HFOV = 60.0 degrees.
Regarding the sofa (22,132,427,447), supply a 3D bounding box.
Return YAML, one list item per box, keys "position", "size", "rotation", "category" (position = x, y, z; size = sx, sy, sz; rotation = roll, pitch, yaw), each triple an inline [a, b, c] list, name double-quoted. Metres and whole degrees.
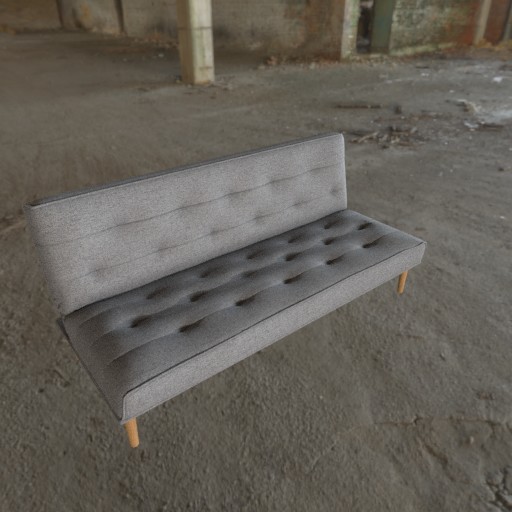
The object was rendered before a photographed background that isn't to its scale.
- position: [0.000, 0.000, 2.214]
  size: [1.820, 0.830, 0.810]
  rotation: [-21, 36, -32]
  category: "sofa"
